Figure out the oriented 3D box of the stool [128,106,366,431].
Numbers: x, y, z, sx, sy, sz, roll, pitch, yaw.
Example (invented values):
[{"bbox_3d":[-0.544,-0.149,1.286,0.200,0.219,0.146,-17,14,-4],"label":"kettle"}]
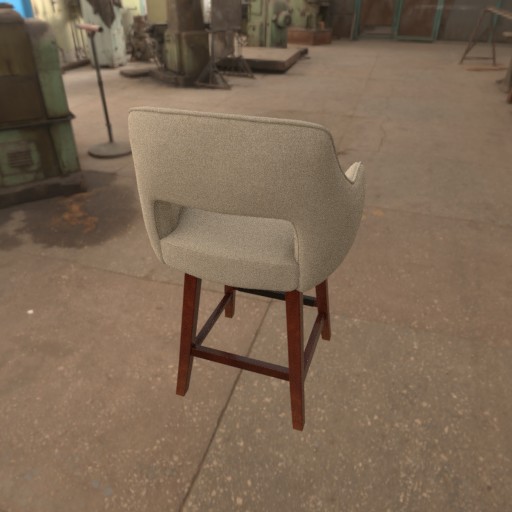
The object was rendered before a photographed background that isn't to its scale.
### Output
[{"bbox_3d":[0.000,0.000,1.284,0.550,0.936,0.560,10,33,16],"label":"stool"}]
